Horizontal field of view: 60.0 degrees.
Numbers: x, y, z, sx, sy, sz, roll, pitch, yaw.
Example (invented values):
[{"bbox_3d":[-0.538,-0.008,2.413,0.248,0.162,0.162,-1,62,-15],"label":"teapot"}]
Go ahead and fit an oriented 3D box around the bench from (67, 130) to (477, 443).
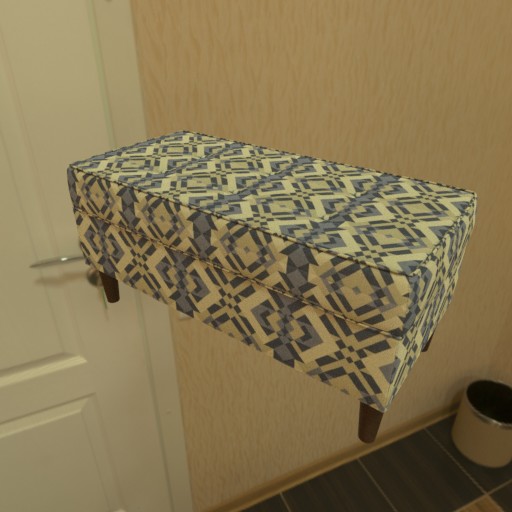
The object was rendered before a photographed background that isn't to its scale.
[{"bbox_3d":[0.000,0.000,1.270,1.016,0.477,0.492,20,36,31],"label":"bench"}]
